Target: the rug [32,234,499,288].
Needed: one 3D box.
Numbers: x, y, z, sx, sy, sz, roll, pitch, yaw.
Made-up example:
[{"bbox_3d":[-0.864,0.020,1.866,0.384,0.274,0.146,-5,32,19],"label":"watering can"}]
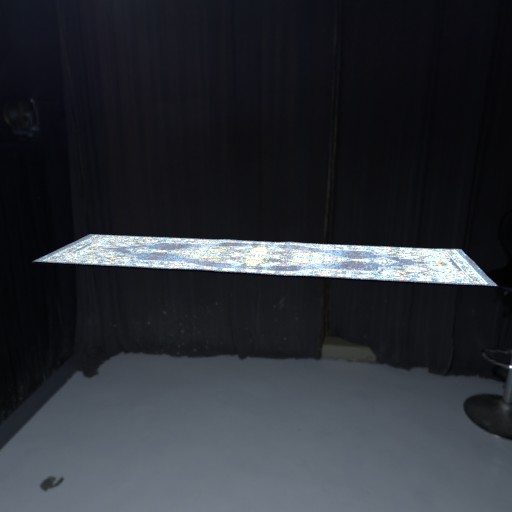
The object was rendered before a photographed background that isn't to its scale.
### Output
[{"bbox_3d":[0.000,0.000,2.422,2.283,0.016,0.602,3,17,9],"label":"rug"}]
